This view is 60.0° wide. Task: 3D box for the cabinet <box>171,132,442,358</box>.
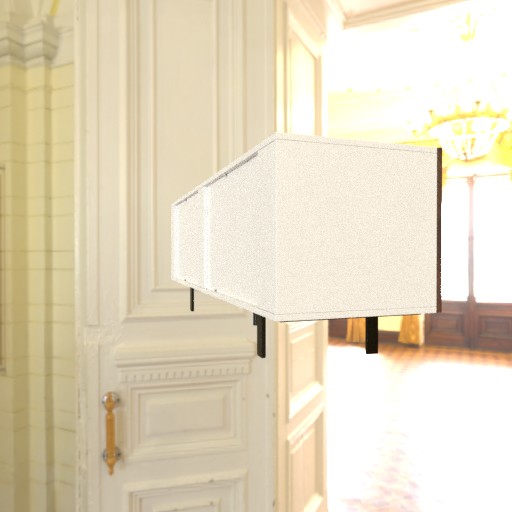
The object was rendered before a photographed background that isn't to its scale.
[{"bbox_3d":[0.000,0.000,1.707,0.431,0.533,1.499,0,1,-19],"label":"cabinet"}]
